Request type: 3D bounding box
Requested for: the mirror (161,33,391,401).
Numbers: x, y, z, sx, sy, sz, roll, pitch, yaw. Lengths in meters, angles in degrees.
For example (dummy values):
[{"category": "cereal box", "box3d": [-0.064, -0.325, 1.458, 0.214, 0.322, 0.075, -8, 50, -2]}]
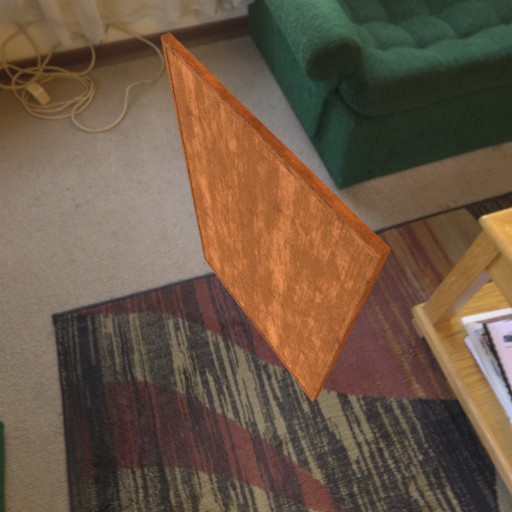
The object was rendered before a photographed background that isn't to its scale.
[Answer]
[{"category": "mirror", "box3d": [0.000, 0.000, 1.423, 0.028, 1.099, 0.796, -31, 64, -17]}]
